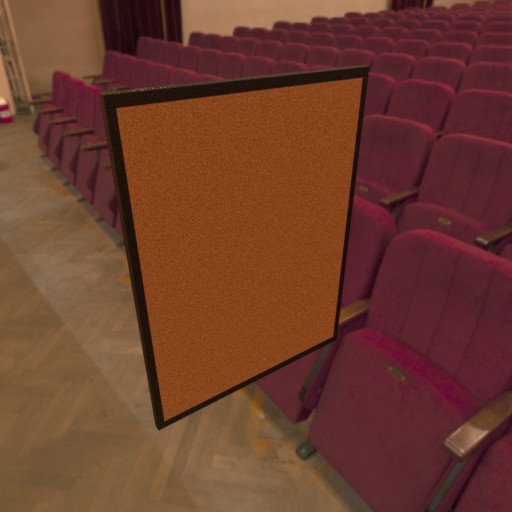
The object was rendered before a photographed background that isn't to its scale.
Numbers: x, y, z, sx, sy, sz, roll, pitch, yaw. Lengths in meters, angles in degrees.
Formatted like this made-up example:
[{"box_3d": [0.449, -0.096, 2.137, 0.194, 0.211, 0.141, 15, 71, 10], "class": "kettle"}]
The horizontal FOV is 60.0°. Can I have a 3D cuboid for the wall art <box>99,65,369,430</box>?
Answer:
[{"box_3d": [0.000, 0.000, 1.359, 0.774, 1.027, 0.030, -19, 35, -29], "class": "wall art"}]
